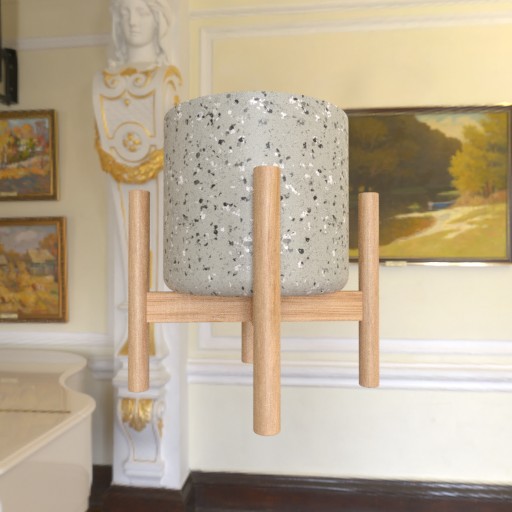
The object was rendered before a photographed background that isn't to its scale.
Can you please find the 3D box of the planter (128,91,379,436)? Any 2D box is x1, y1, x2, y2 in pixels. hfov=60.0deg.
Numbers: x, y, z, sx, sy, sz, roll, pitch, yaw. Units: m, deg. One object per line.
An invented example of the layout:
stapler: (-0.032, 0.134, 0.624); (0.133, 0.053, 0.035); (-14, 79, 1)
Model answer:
planter: (0.000, 0.000, 0.542); (0.284, 0.320, 0.284); (0, -1, 19)
